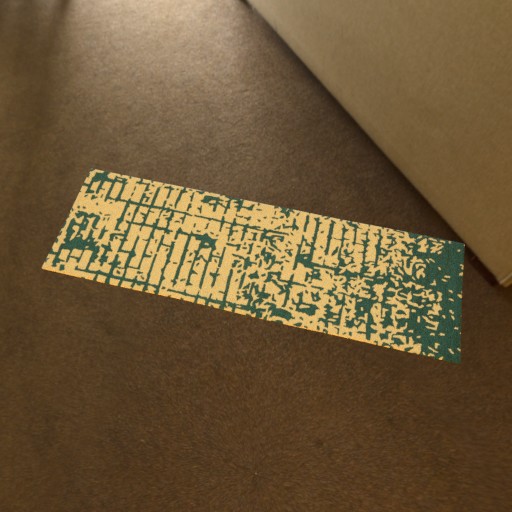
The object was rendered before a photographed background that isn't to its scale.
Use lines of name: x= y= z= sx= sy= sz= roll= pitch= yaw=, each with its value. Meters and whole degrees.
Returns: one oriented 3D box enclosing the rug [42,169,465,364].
rug: x=0.000 y=0.000 z=2.664 sx=2.435 sy=0.011 sz=0.750 roll=12 pitch=64 yaw=6
